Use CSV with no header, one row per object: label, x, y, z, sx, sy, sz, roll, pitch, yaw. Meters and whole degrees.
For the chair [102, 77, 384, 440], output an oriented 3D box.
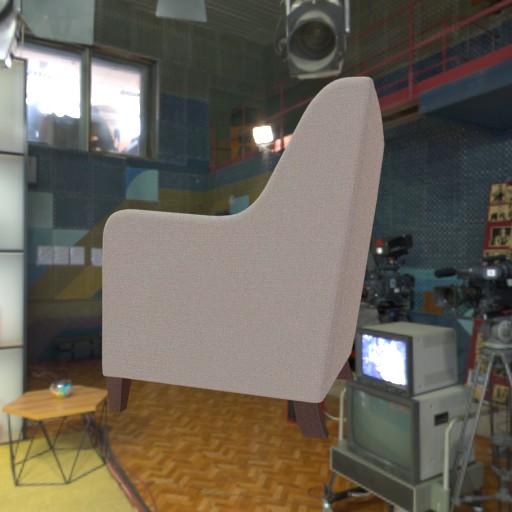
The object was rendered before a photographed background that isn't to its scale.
chair,0.000,0.000,1.642,0.896,1.017,0.715,0,-1,19
